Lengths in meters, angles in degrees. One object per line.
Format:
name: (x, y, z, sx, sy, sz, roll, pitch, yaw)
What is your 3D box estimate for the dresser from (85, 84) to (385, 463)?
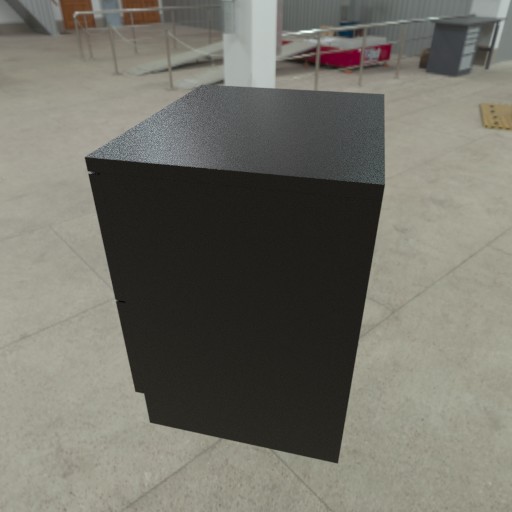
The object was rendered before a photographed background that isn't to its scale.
dresser: (0.000, 0.000, 0.765, 0.360, 0.470, 0.400, 7, 33, 11)
